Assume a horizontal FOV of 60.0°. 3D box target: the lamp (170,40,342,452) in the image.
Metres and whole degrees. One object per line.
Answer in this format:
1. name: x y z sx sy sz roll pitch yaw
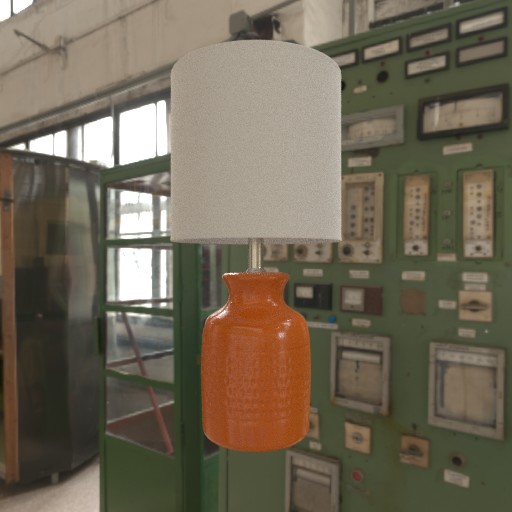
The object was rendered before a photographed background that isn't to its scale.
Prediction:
1. lamp: 0.000 0.000 1.101 0.418 0.871 0.418 0 0 36
